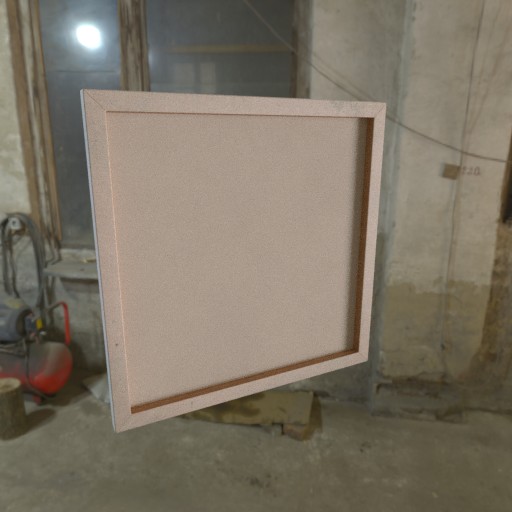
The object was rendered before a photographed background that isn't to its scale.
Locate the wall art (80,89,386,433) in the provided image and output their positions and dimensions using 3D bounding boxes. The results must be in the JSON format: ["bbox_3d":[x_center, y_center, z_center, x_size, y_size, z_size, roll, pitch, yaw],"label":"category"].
[{"bbox_3d":[0.000,0.000,1.126,0.762,0.762,0.038,-8,17,-26],"label":"wall art"}]
